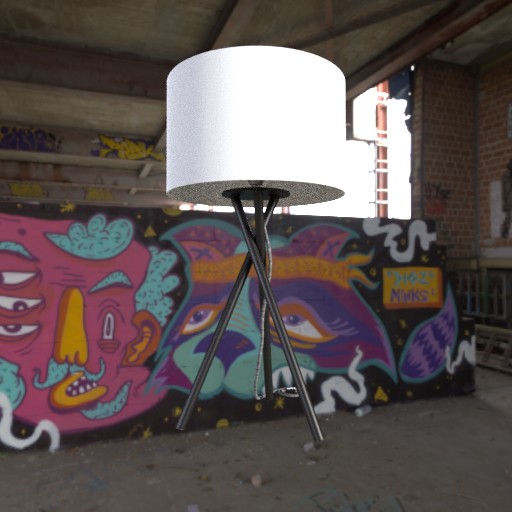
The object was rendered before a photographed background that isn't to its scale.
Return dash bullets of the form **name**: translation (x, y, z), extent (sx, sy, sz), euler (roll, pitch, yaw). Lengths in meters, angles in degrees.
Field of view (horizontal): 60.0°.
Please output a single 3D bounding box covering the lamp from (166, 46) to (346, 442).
- **lamp**: translation (0.000, 0.000, 0.923), extent (0.353, 0.674, 0.422), euler (0, -1, 0)
